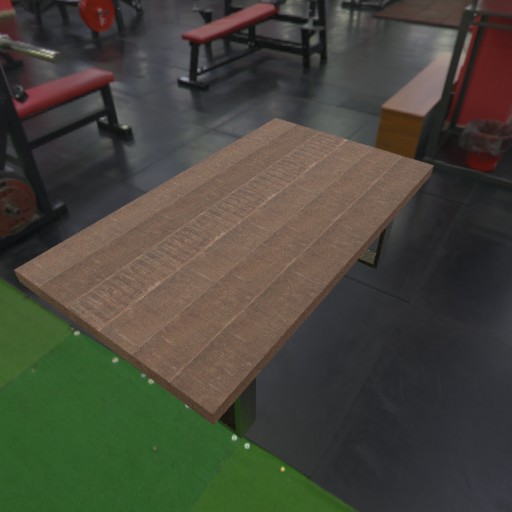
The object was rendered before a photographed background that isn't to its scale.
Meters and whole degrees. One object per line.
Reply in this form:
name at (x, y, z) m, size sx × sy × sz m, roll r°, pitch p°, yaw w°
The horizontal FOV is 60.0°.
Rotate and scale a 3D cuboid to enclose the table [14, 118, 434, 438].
table at (0.000, 0.000, 1.739) m, size 0.800 × 0.440 × 1.400 m, roll 26°, pitch 47°, yaw 27°
